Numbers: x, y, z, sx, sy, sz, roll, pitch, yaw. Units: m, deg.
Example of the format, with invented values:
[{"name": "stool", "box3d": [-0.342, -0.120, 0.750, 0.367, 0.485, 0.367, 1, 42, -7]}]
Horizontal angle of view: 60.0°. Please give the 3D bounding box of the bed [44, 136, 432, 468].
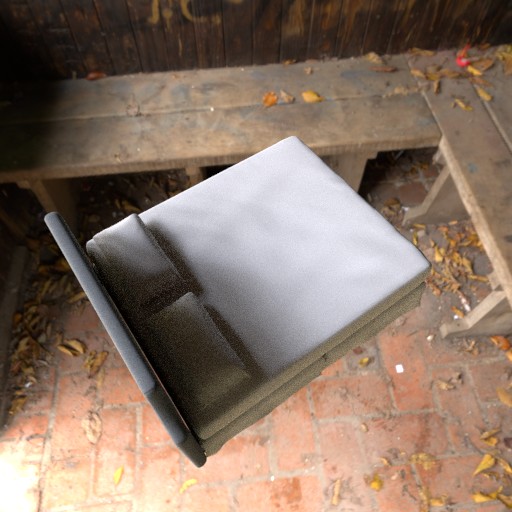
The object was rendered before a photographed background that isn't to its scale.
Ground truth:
[{"name": "bed", "box3d": [0.000, 0.000, 3.310, 2.259, 1.296, 1.811, -31, 63, -18]}]
